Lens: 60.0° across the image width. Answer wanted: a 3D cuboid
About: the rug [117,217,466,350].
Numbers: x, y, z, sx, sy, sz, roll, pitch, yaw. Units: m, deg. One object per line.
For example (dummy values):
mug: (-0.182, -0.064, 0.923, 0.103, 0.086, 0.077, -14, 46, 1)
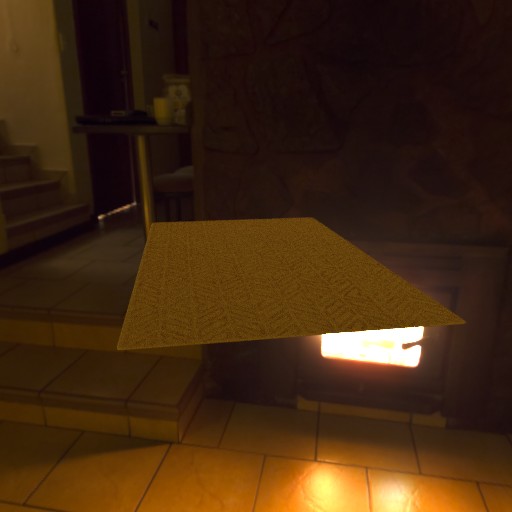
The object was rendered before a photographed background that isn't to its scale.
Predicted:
rug: (0.000, 0.000, 3.020, 1.523, 0.008, 2.438, -3, 16, -9)
